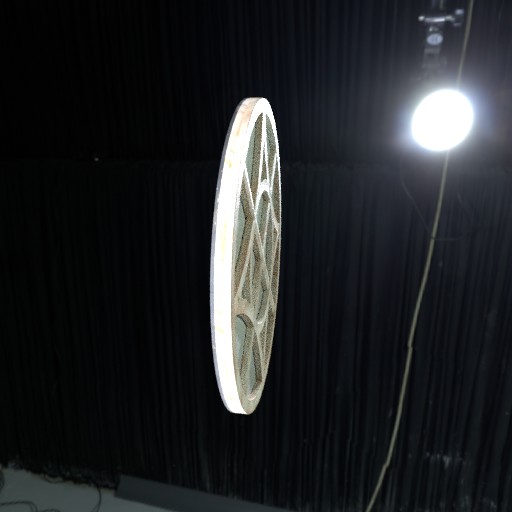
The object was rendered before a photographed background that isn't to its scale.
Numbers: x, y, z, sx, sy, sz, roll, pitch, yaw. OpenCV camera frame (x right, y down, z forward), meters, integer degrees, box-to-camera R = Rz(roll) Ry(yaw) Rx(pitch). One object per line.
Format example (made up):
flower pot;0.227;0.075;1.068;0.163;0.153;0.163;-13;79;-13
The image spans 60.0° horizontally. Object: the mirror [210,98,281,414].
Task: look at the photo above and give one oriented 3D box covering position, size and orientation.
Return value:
mirror;0.000;0.000;1.058;0.038;0.710;0.710;3;16;9
